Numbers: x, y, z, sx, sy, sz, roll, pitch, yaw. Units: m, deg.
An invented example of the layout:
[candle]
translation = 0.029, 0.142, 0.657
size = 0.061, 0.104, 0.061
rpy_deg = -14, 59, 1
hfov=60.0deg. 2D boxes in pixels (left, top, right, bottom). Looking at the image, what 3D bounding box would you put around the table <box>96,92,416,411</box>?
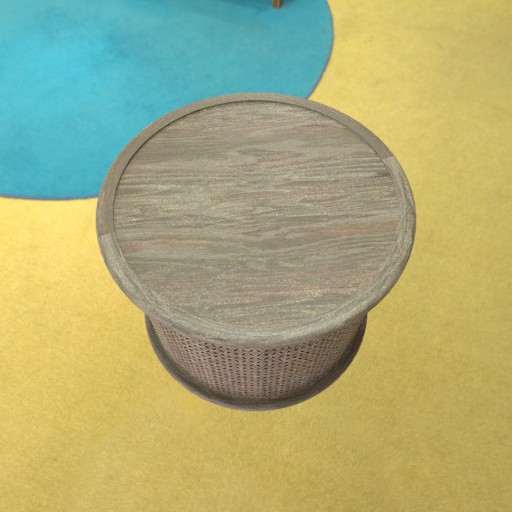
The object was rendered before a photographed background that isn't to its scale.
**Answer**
[table]
translation = 0.000, 0.000, 1.036
size = 0.607, 0.450, 0.607
rpy_deg = 0, 58, 0
